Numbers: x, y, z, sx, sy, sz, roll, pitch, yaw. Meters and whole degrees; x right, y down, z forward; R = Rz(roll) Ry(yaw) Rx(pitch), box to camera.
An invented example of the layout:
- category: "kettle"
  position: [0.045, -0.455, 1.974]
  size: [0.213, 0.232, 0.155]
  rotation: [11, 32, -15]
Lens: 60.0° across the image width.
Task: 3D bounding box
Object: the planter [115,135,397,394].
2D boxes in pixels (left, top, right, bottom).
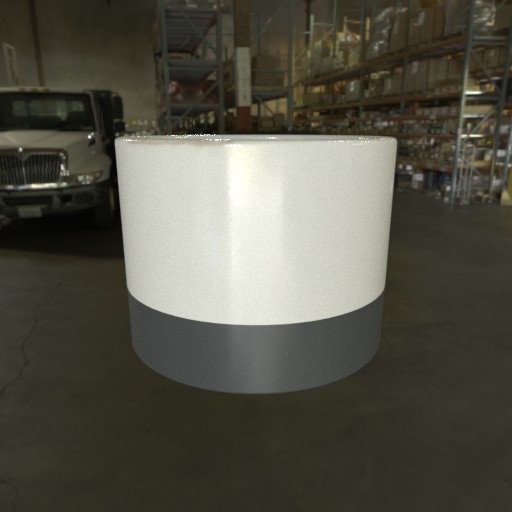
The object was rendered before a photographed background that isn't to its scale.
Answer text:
- category: "planter"
  position: [0.000, 0.000, 0.340]
  size: [0.193, 0.177, 0.193]
  rotation: [0, 16, 0]
